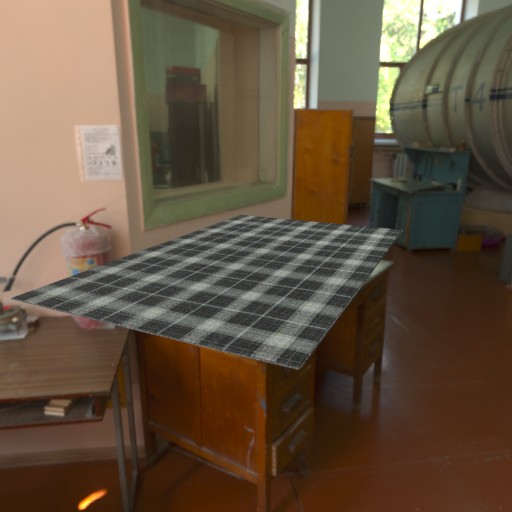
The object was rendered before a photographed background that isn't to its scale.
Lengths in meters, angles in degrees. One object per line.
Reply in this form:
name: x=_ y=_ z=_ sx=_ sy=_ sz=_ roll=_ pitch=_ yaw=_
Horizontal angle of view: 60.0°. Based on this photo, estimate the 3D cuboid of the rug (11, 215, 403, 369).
rug: x=0.000 y=0.000 z=2.910 sx=1.520 sy=0.015 sz=2.434 roll=8 pitch=18 yaw=25
